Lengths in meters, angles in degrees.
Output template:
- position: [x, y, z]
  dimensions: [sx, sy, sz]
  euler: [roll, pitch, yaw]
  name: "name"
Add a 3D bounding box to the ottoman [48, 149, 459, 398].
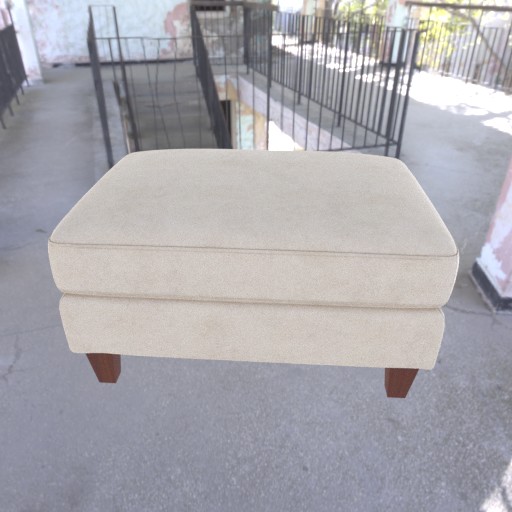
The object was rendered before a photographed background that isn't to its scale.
- position: [0.000, 0.000, 1.205]
  dimensions: [0.864, 0.483, 0.584]
  euler: [2, 31, 3]
  name: "ottoman"
